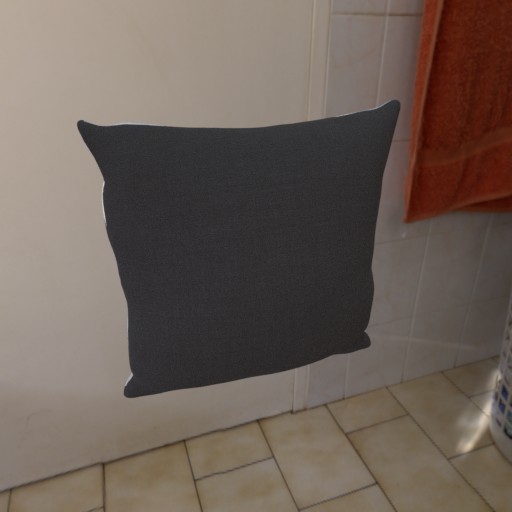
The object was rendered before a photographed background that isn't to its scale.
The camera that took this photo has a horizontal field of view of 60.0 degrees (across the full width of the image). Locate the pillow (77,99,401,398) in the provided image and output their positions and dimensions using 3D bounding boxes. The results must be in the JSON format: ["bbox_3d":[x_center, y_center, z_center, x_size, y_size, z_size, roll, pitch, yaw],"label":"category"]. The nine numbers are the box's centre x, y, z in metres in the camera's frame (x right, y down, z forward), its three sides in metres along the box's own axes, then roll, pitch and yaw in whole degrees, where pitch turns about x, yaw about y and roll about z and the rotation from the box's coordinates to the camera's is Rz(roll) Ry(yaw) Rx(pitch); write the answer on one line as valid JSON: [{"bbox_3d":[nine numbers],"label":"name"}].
[{"bbox_3d":[0.000,0.000,0.763,0.503,0.496,0.208,-8,28,-16],"label":"pillow"}]
